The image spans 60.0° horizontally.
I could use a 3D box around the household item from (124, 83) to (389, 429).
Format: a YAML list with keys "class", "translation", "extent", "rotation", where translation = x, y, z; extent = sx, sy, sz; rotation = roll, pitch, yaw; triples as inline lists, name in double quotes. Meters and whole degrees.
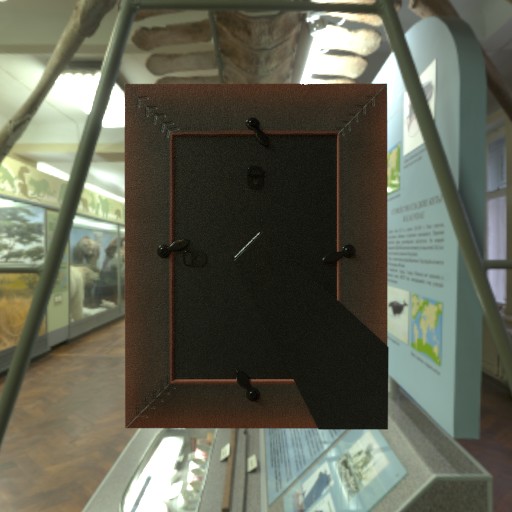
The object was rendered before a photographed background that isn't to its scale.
- class: "household item"
  translation: [0.000, 0.000, 0.288]
  extent: [0.165, 0.216, 0.025]
  rotation: [0, 0, 0]
